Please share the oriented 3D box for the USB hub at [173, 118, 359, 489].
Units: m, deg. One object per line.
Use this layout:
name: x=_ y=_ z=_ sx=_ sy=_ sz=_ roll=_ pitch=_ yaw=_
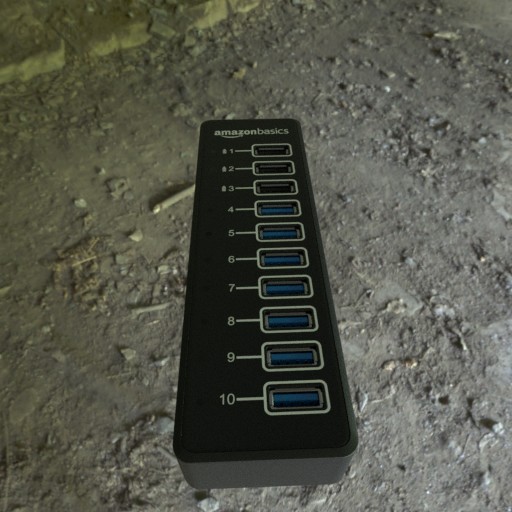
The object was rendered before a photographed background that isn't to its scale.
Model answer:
USB hub: x=0.000 y=0.000 z=0.158 sx=0.044 sy=0.023 sz=0.145 roll=-2 pitch=48 yaw=-1
